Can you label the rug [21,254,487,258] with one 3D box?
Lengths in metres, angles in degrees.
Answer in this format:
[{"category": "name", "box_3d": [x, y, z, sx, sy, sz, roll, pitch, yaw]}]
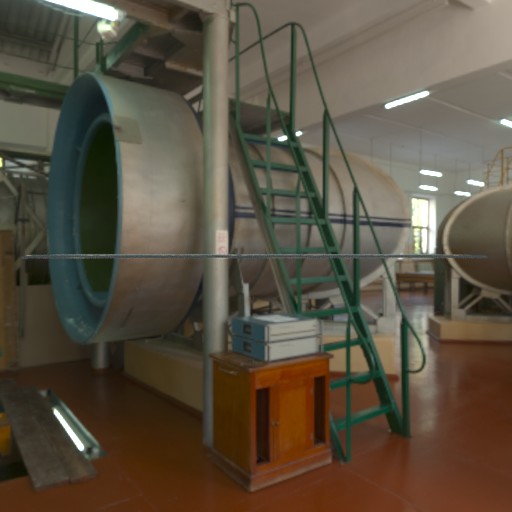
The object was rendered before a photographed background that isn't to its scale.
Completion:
[{"category": "rug", "box_3d": [0.000, 0.000, 2.499, 2.276, 0.014, 0.678, 0, 1, -2]}]
